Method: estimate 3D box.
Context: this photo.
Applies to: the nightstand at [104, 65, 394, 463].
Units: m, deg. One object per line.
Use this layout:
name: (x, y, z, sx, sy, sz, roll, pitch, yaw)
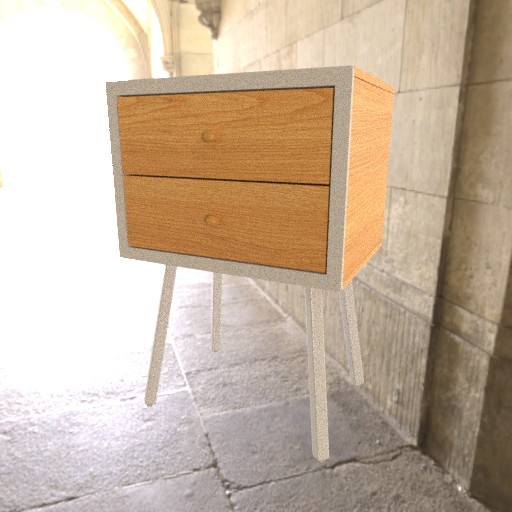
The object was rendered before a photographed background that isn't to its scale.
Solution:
nightstand: (0.000, 0.000, 0.826, 0.400, 0.601, 0.316, 7, 17, 25)
